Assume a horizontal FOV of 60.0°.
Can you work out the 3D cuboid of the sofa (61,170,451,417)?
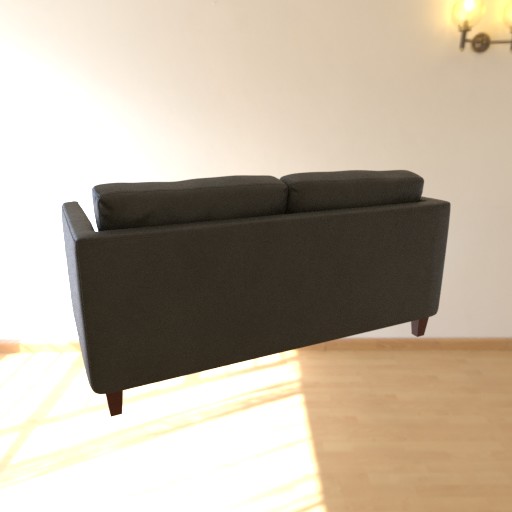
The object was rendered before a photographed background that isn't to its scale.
[{"bbox_3d":[0.000,0.000,2.422,1.883,0.933,0.951,-8,18,-25],"label":"sofa"}]
